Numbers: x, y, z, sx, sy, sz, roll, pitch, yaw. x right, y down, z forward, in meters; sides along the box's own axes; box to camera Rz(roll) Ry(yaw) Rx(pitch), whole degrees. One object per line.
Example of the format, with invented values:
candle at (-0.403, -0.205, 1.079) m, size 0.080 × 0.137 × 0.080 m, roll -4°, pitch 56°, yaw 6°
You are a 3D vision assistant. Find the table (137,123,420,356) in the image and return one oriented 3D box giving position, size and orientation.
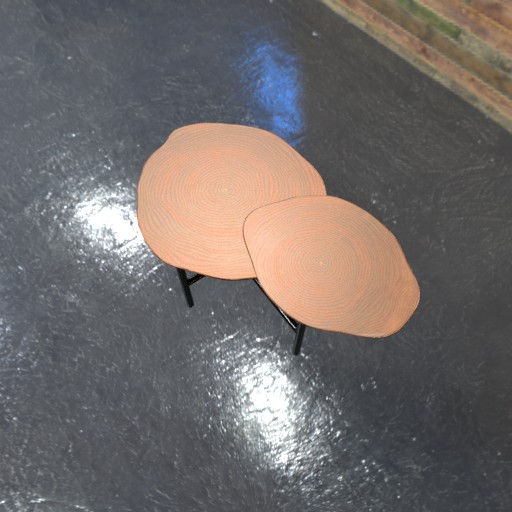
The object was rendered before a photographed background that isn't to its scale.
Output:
table at (0.000, 0.000, 1.092) m, size 0.442 × 0.538 × 0.759 m, roll -30°, pitch 63°, yaw -17°
